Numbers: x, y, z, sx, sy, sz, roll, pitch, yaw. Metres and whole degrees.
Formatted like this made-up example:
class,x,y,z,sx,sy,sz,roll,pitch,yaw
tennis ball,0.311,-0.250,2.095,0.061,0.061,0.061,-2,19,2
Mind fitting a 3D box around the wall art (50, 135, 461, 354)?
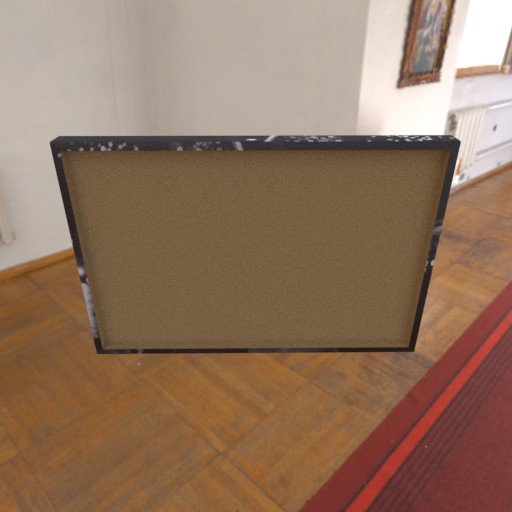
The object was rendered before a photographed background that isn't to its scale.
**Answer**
class,x,y,z,sx,sy,sz,roll,pitch,yaw
wall art,0.000,0.000,0.767,0.609,0.406,0.037,0,29,0
